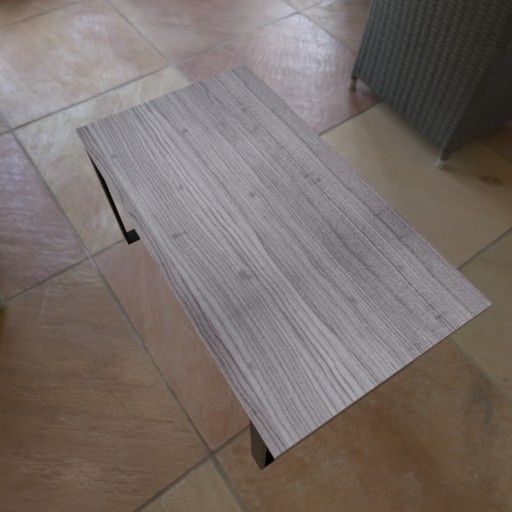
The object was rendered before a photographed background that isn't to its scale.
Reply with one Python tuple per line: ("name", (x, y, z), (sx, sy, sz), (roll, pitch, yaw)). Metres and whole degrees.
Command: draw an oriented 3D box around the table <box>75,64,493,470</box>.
("table", (0.000, 0.000, 2.031), (0.881, 0.736, 1.579), (-28, 62, -17))
